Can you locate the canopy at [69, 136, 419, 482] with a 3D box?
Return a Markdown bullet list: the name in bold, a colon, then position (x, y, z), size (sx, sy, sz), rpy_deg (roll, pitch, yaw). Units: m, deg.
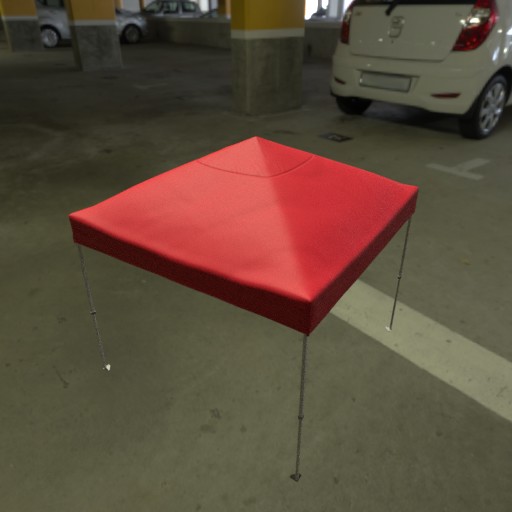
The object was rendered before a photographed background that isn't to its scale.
- **canopy**: position (0.000, 0.000, 5.582), size (2.996, 2.997, 2.998), rpy_deg (18, 34, 29)
